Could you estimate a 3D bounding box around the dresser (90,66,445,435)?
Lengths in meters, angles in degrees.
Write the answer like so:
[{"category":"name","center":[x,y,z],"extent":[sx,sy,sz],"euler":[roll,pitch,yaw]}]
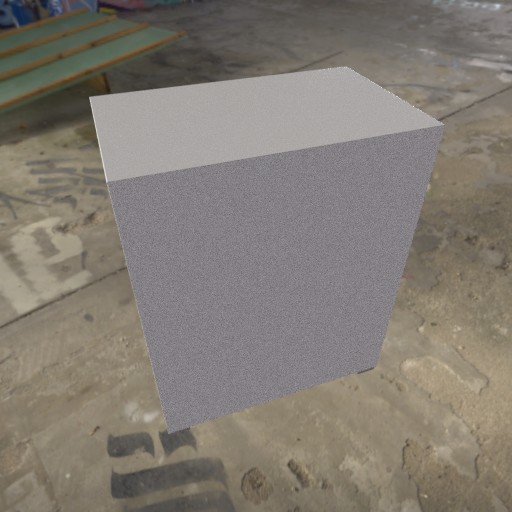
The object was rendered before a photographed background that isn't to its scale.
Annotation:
[{"category":"dresser","center":[0.000,0.000,1.190],"extent":[0.650,0.800,0.400],"euler":[-13,41,-15]}]
